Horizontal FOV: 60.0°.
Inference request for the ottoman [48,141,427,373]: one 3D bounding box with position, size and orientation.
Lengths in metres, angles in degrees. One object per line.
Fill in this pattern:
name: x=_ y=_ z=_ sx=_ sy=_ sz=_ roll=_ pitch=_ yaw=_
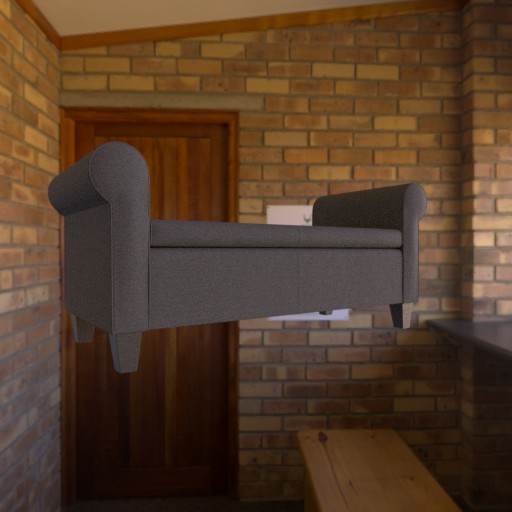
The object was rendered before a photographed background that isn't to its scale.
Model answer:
ottoman: x=0.000 y=0.000 z=1.555 sx=1.256 sy=0.547 sz=0.521 roll=0 pitch=1 yaw=-35
